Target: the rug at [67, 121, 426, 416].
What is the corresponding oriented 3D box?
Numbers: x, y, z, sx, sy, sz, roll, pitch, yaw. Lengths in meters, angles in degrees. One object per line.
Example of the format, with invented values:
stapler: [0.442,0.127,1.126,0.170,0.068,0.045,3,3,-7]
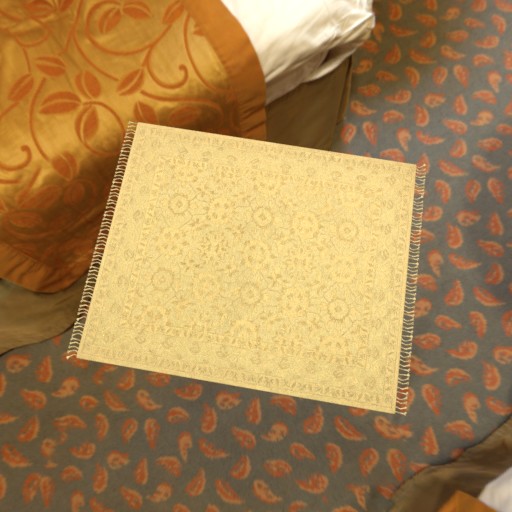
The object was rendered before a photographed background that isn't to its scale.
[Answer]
rug: [0.000,0.000,4.189,3.043,0.013,2.444,9,76,2]
